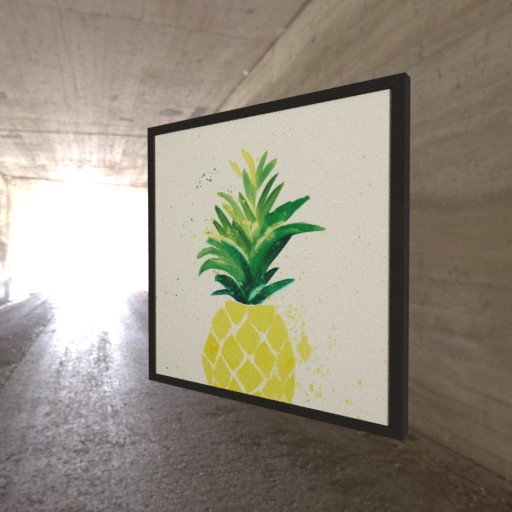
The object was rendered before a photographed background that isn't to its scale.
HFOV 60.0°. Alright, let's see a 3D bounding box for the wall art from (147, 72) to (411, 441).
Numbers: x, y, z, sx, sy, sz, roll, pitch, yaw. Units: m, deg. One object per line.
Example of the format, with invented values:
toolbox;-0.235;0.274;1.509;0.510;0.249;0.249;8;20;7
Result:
wall art;0.000;0.000;1.140;0.762;0.760;0.037;1;1;34
